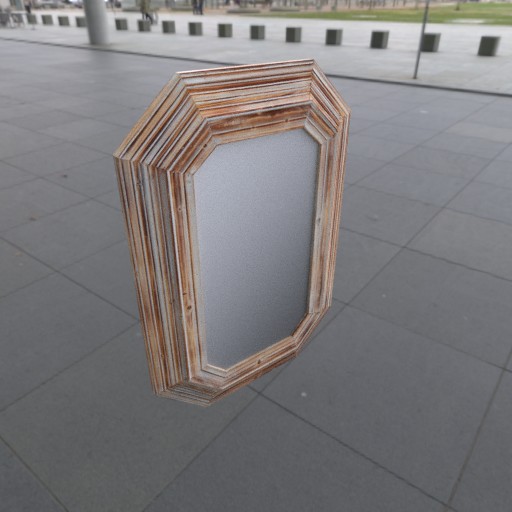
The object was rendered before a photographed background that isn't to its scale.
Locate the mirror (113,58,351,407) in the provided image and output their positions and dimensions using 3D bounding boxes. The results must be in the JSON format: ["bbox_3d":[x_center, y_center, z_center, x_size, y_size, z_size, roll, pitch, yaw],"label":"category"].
[{"bbox_3d":[0.000,0.000,1.278,0.709,1.015,0.061,-21,36,-31],"label":"mirror"}]
